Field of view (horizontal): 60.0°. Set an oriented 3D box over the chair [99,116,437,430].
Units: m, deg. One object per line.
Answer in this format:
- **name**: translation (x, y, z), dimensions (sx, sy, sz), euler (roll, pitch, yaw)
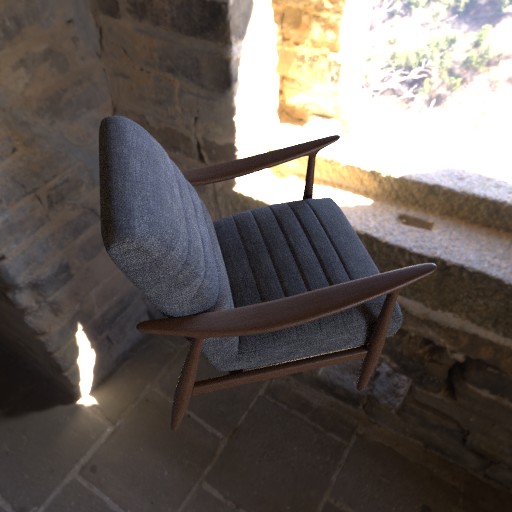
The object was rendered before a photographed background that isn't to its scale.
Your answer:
- **chair**: translation (0.000, 0.000, 1.437), dimensions (0.798, 0.832, 0.741), euler (-10, 47, -10)
